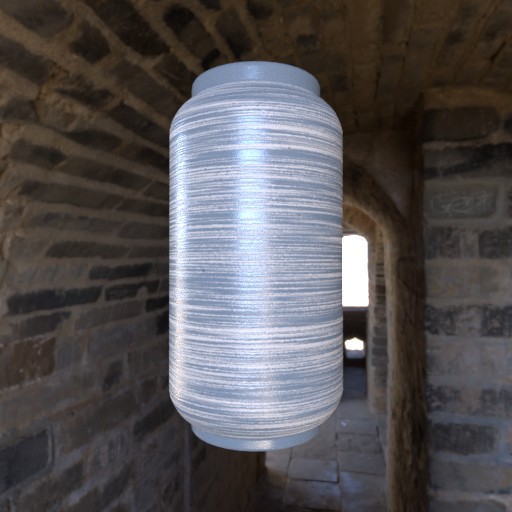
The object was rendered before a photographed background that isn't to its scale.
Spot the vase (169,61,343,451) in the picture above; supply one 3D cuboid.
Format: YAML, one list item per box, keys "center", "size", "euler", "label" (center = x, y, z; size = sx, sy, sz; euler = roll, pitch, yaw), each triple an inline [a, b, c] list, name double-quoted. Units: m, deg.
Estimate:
- center: [0.000, 0.000, 0.302]
  size: [0.116, 0.230, 0.116]
  euler: [0, -1, 0]
  label: "vase"
